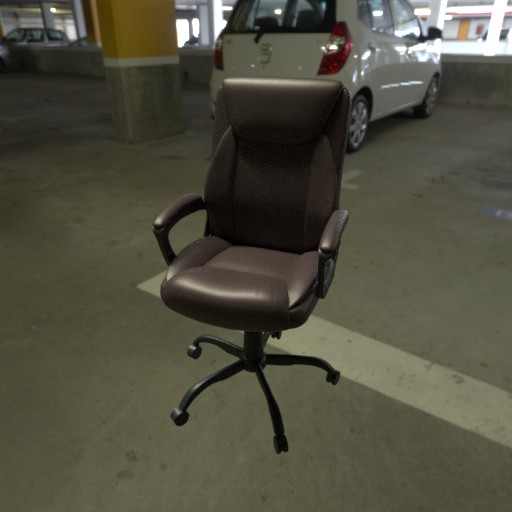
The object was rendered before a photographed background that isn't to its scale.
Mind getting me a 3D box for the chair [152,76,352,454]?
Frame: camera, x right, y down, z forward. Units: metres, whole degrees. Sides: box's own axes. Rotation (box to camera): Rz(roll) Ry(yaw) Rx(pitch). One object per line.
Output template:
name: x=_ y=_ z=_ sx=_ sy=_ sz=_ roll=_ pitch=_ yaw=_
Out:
chair: x=0.000 y=0.000 z=1.478 sx=0.615 sy=1.072 sz=0.655 roll=9 pitch=28 yaw=17
